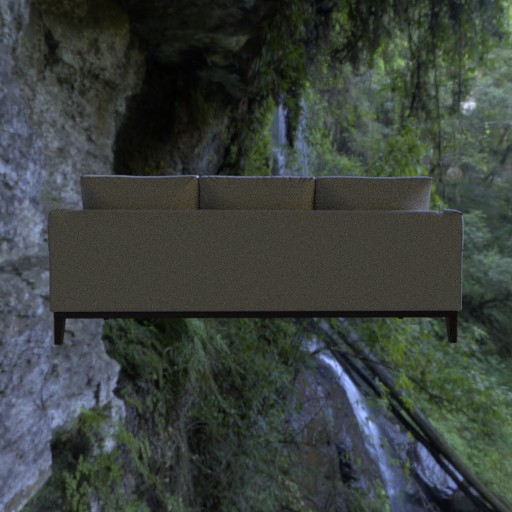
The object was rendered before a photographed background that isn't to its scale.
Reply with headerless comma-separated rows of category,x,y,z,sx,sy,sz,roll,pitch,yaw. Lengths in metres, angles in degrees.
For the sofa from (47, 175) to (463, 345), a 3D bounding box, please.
sofa,0.000,0.000,2.751,2.198,0.911,0.902,0,1,-1
